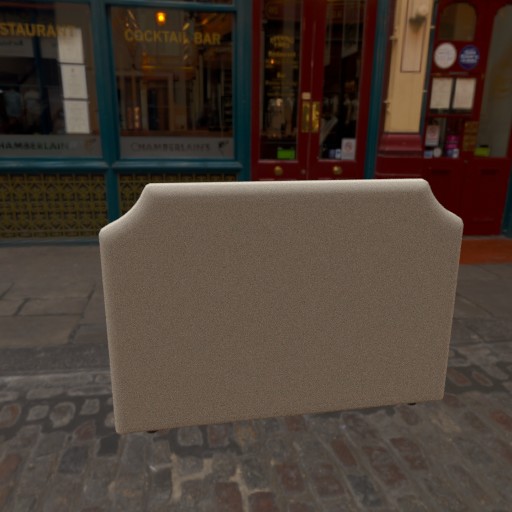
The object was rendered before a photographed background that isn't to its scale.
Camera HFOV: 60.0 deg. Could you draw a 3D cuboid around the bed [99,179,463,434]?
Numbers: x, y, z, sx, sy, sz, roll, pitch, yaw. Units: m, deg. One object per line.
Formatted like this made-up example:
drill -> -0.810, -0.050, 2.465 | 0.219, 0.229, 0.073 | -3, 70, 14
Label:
bed -> 0.000, 0.000, 3.278 | 1.828, 1.301, 2.204 | -3, 15, -9
